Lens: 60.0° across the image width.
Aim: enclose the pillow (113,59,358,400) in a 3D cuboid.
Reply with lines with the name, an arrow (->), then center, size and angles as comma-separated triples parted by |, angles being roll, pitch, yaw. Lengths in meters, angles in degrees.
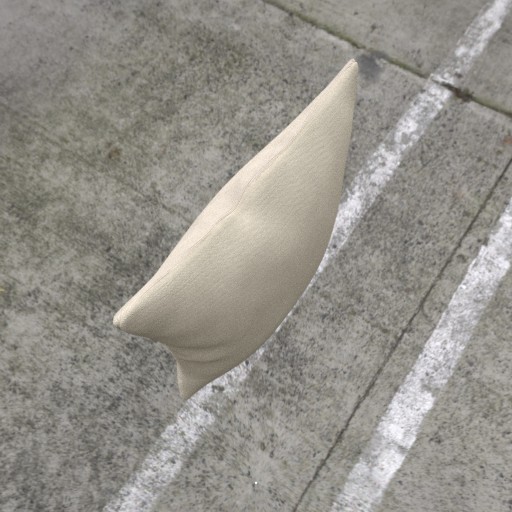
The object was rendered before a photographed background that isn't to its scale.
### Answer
pillow -> 0.000, 0.000, 0.667 | 0.162, 0.420, 0.437 | 33, 68, 16
